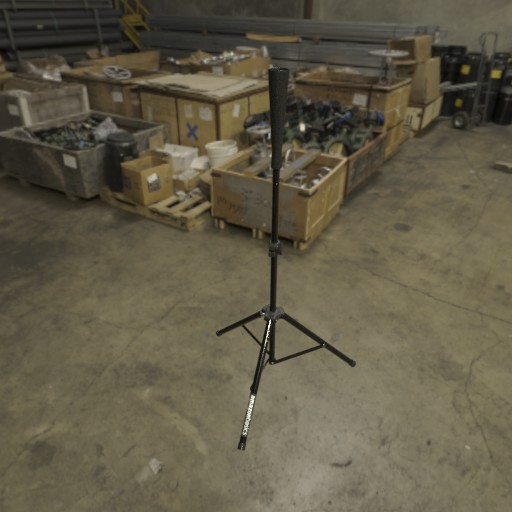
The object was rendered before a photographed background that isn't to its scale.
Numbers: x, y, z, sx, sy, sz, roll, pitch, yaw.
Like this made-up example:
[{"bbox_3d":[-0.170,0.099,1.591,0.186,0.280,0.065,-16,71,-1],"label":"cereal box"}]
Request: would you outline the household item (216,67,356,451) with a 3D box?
[{"bbox_3d":[0.000,0.000,1.365,0.559,1.067,0.559,19,35,28],"label":"household item"}]
